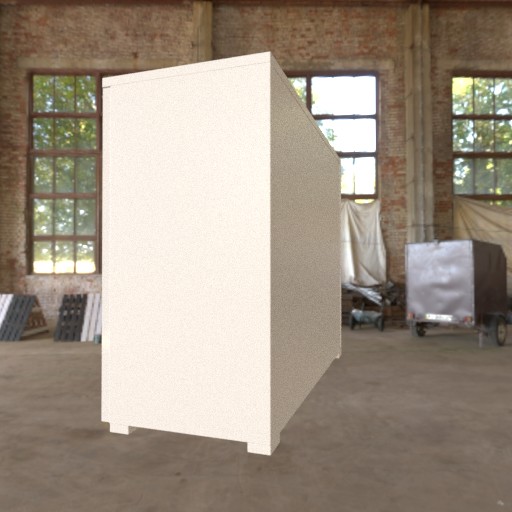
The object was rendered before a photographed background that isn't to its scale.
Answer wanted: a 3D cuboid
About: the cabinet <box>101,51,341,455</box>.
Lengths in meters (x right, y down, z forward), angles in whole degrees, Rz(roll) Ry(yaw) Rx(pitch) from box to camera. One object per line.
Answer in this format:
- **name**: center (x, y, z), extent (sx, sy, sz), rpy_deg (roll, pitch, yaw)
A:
- **cabinet**: center (0.000, 0.000, 1.413), extent (0.400, 0.800, 1.000), rpy_deg (0, -1, 19)
